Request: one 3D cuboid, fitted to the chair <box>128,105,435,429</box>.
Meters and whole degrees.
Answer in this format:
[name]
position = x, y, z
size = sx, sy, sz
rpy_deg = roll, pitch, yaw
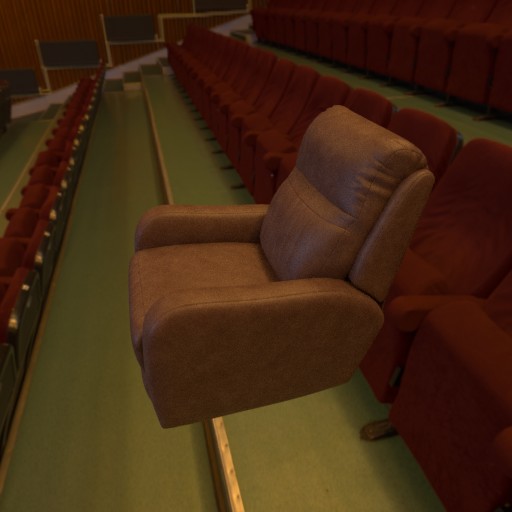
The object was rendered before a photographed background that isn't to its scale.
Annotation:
[chair]
position = 0.000, 0.000, 1.846
size = 1.067, 1.067, 0.865
rpy_deg = -8, 32, -13
